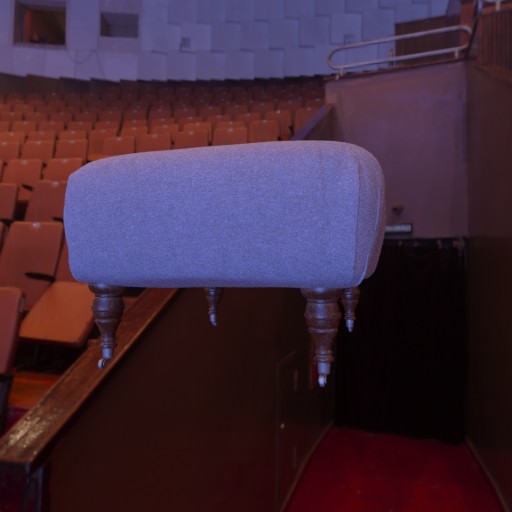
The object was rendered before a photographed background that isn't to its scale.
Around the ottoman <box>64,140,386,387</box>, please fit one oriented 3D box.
[{"bbox_3d":[0.000,0.000,1.107,0.622,0.450,0.747,0,-1,16],"label":"ottoman"}]
